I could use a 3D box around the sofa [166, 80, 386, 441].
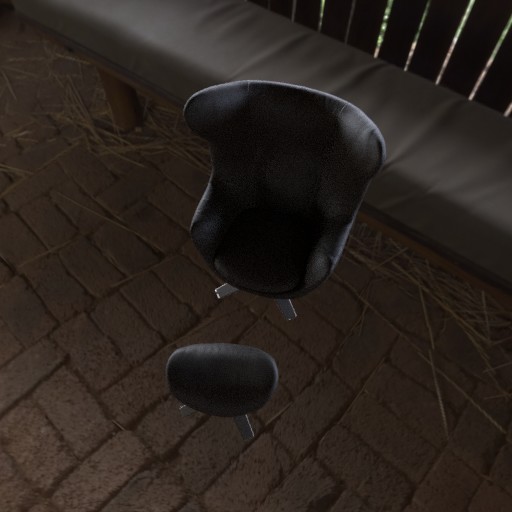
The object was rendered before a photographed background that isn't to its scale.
[{"bbox_3d":[0.000,0.000,2.143,0.894,1.135,1.444,17,60,10],"label":"sofa"}]
